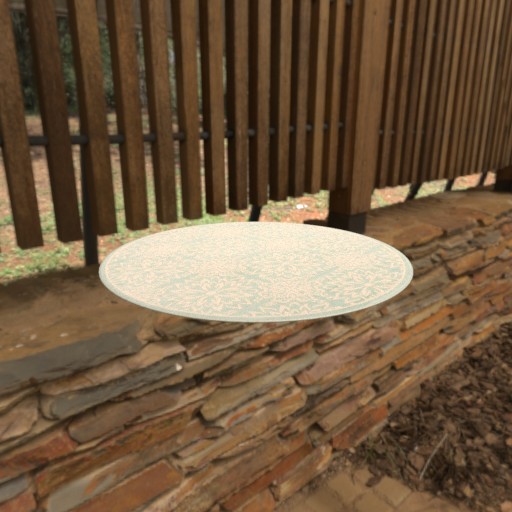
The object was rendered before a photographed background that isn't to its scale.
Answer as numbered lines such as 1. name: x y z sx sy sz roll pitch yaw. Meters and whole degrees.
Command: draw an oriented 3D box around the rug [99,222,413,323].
1. rug: 0.000 0.000 2.369 1.593 0.012 1.593 0 17 0
